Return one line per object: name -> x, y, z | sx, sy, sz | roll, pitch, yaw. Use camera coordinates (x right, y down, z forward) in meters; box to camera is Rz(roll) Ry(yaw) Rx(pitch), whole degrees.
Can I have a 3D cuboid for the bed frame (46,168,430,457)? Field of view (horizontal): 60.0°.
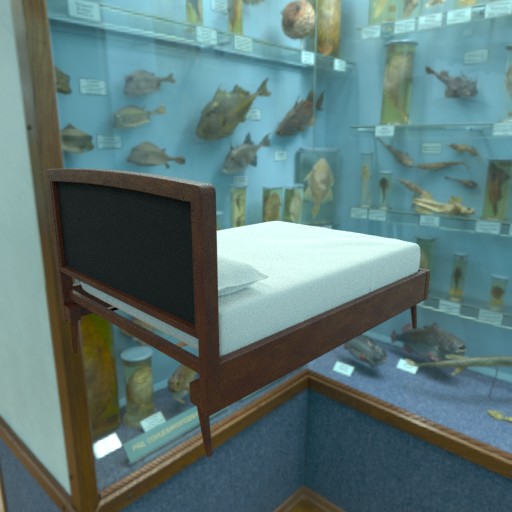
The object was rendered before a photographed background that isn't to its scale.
bed frame -> 0.000, 0.000, 3.143 | 2.171, 1.279, 1.587 | -14, 20, -43
